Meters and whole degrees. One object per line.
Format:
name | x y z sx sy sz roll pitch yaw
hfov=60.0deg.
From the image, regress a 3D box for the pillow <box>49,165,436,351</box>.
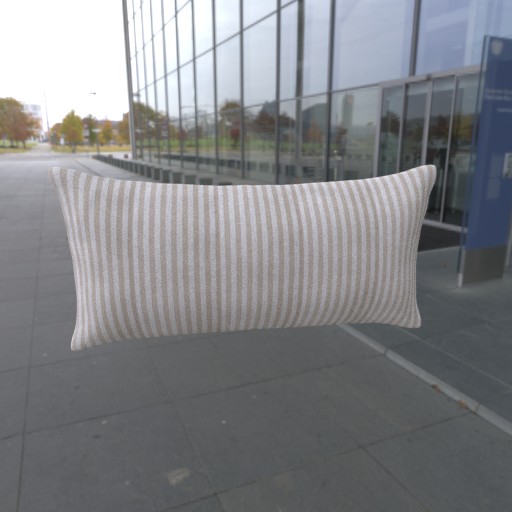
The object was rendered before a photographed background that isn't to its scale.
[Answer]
pillow | 0.000 0.000 0.735 0.617 0.295 0.151 -2 14 -9
